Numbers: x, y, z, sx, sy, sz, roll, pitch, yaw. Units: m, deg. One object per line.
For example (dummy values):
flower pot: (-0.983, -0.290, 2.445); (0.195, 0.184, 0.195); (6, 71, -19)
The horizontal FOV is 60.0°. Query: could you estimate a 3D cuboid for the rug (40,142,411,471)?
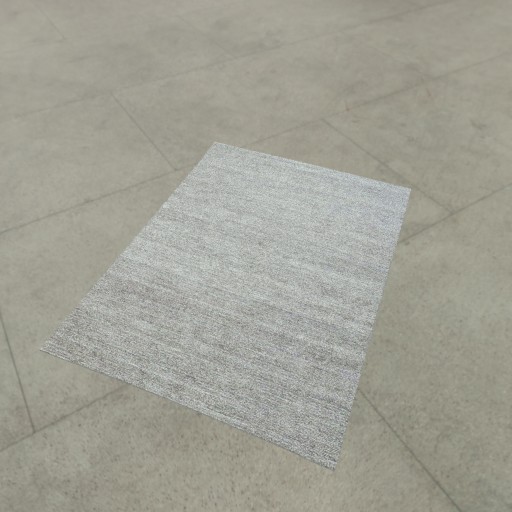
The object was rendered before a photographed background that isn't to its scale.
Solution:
rug: (0.000, 0.000, 4.224); (2.434, 0.045, 3.202); (17, 50, 15)
